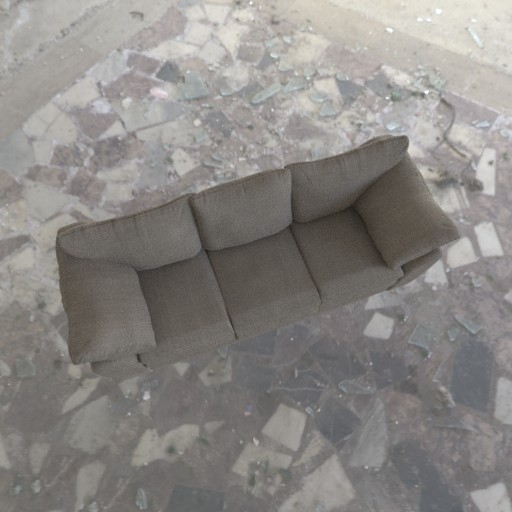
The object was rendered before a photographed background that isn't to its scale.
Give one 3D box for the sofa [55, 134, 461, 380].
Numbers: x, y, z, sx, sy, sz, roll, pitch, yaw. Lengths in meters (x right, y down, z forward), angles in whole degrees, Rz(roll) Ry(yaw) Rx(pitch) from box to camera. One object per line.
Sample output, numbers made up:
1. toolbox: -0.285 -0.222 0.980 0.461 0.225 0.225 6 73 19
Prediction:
1. sofa: 0.000 0.000 2.889 2.334 0.996 0.878 -18 65 -8
